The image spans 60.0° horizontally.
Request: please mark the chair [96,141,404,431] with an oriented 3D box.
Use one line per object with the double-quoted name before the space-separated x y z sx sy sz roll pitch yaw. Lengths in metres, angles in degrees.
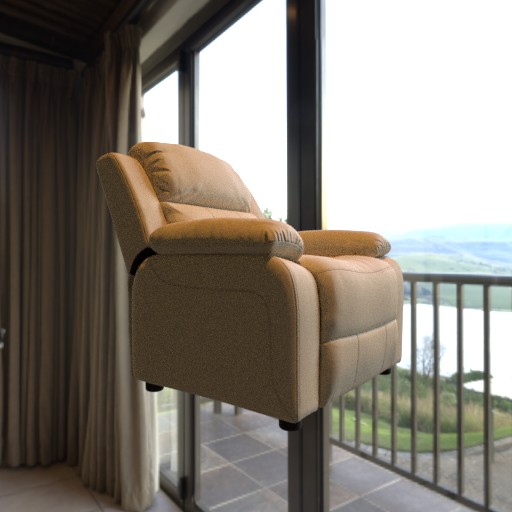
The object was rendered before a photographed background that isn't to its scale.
"chair" 0.000 0.000 1.276 0.709 0.702 0.680 0 0 36
